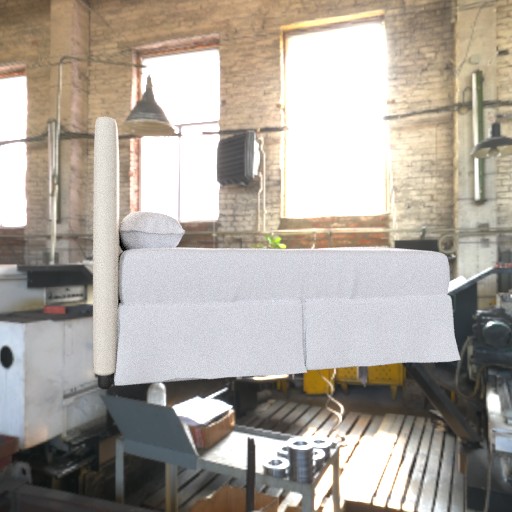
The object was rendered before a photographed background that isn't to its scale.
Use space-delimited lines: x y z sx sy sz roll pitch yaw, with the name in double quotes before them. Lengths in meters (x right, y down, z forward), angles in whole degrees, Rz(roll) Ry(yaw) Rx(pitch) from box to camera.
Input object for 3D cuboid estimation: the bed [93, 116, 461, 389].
"bed" 0.000 0.000 3.189 2.142 1.330 1.713 0 -1 -17
